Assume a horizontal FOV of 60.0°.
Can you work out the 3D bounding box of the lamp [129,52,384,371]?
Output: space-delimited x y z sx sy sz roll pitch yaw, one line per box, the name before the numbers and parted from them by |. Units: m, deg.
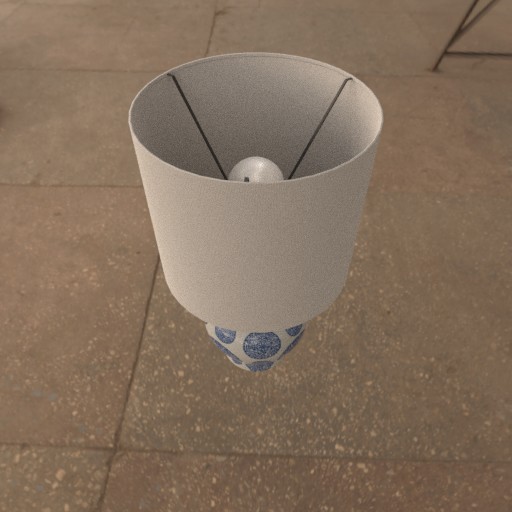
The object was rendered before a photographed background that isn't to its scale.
lamp | 0.000 0.000 0.520 0.215 0.381 0.215 3 47 3
